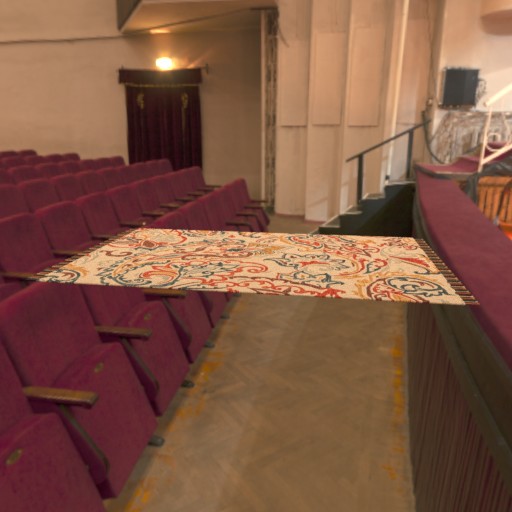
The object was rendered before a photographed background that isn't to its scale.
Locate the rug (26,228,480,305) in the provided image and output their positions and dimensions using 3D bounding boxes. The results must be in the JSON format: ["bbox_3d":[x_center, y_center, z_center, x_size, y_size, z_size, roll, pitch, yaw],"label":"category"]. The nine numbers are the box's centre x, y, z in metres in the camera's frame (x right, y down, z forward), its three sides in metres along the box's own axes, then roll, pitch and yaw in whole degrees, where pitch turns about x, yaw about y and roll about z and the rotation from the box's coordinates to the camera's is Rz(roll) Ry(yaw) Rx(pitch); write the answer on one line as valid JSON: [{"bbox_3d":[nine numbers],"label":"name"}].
[{"bbox_3d":[0.000,0.000,3.201,2.584,0.010,1.523,2,16,9],"label":"rug"}]
